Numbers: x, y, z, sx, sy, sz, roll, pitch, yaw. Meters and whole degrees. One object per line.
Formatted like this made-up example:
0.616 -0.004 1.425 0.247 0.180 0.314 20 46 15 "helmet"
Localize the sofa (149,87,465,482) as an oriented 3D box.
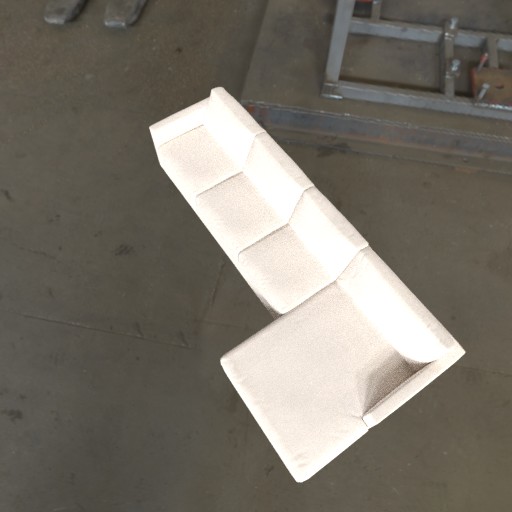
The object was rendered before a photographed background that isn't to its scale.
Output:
0.000 0.000 4.101 1.606 0.954 3.471 -31 67 -15 "sofa"
